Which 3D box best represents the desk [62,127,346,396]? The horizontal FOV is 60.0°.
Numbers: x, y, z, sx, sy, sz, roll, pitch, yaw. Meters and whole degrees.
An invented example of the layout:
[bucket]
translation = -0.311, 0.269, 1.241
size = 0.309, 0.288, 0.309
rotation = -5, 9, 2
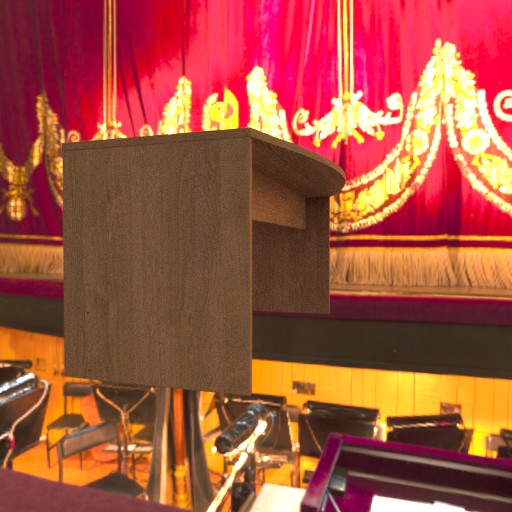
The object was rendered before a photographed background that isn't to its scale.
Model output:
[desk]
translation = 0.000, 0.000, 2.068
size = 0.802, 0.752, 1.600
rotation = 0, 1, 17
